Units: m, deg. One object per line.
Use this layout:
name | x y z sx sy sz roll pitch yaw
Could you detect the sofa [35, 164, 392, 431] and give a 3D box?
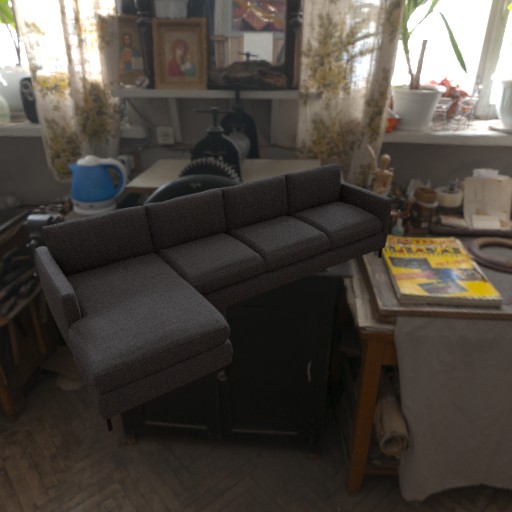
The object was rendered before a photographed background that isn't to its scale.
sofa | 0.000 0.000 3.211 2.731 0.754 1.258 -18 32 -31
